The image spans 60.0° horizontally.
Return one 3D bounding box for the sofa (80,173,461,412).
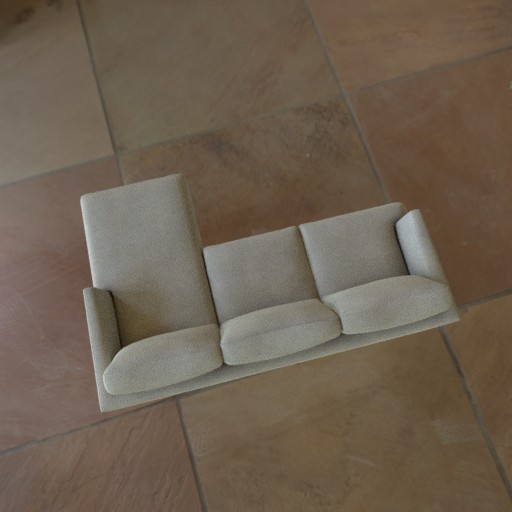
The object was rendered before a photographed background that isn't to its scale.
[{"bbox_3d":[0.000,0.000,3.026,2.233,0.956,1.504,-14,75,-4],"label":"sofa"}]
